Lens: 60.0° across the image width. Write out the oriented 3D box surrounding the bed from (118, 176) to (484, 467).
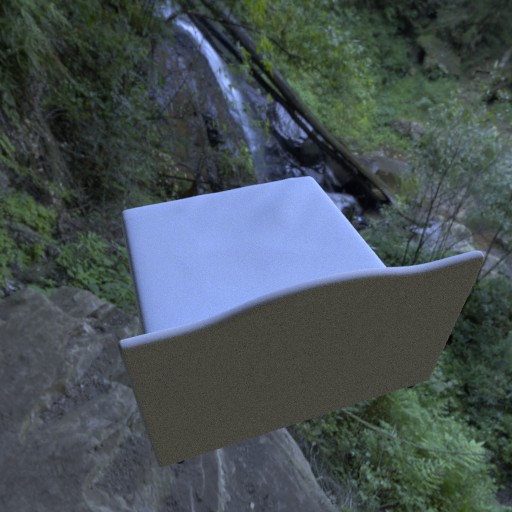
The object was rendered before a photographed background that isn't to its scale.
[{"bbox_3d":[0.000,0.000,3.469,2.083,1.421,2.182,-13,43,-14],"label":"bed"}]
